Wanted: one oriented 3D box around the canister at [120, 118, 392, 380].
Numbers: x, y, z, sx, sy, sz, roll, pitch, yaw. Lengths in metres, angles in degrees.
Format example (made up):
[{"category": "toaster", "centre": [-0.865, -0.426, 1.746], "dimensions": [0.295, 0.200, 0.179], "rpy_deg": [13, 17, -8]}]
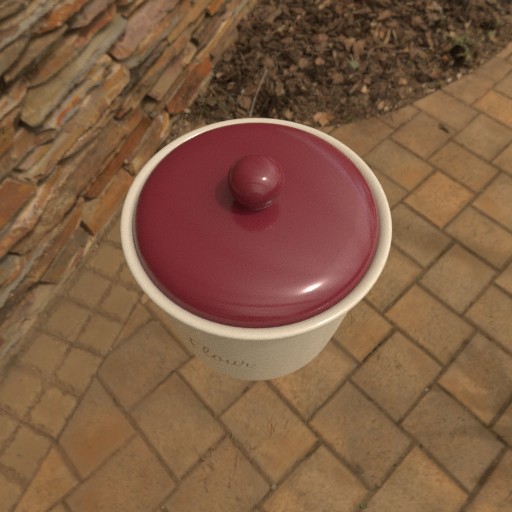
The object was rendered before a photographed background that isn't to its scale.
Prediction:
[{"category": "canister", "centre": [0.000, 0.000, 0.349], "dimensions": [0.182, 0.208, 0.182], "rpy_deg": [0, 59, 0]}]
